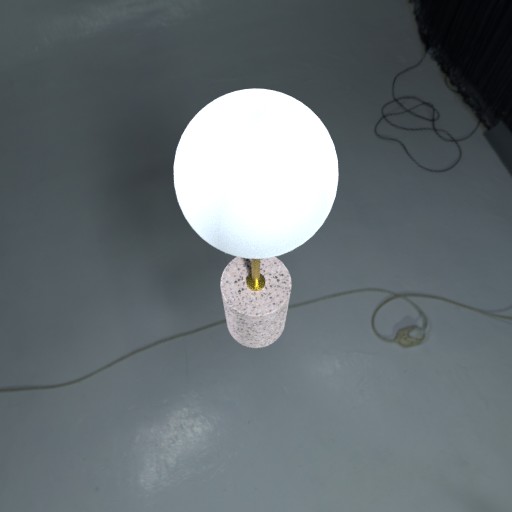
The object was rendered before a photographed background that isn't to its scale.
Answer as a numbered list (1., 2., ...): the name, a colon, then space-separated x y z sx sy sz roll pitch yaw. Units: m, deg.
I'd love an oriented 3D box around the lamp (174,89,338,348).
1. lamp: 0.000 0.000 0.563 0.153 0.480 0.153 0 62 0
